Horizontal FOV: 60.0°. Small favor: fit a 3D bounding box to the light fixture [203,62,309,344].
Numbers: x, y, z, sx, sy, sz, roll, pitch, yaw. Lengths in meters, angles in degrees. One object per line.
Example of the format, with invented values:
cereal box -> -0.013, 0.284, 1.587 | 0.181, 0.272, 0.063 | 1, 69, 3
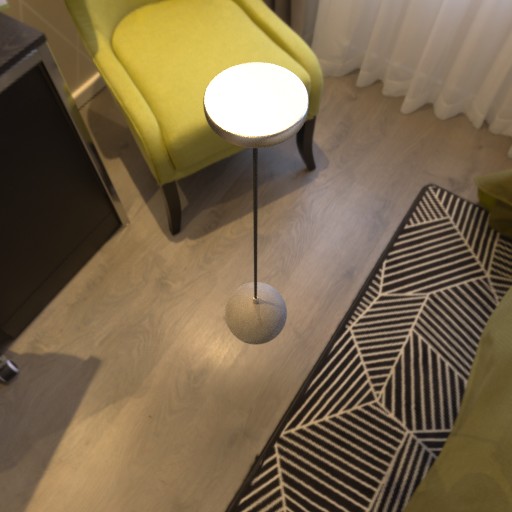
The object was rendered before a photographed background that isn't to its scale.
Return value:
light fixture -> 0.000, 0.000, 0.833 | 0.153, 0.760, 0.153 | 3, 62, 1
